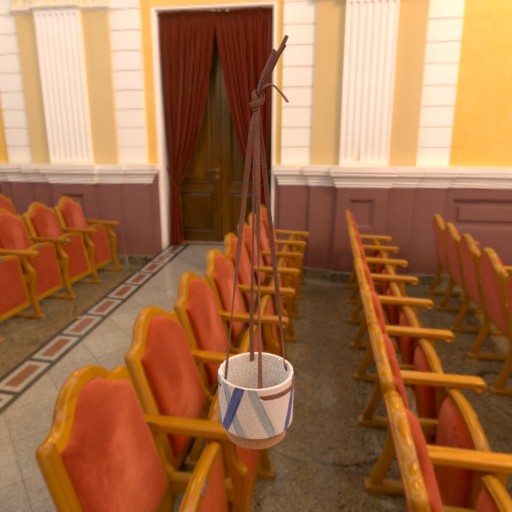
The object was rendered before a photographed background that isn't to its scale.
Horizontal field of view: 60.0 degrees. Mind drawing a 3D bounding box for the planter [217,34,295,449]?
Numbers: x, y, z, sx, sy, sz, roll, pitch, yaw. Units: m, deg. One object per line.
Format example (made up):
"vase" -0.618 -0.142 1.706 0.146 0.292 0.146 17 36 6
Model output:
"planter" 0.000 0.000 0.832 0.157 0.753 0.153 2 15 9
